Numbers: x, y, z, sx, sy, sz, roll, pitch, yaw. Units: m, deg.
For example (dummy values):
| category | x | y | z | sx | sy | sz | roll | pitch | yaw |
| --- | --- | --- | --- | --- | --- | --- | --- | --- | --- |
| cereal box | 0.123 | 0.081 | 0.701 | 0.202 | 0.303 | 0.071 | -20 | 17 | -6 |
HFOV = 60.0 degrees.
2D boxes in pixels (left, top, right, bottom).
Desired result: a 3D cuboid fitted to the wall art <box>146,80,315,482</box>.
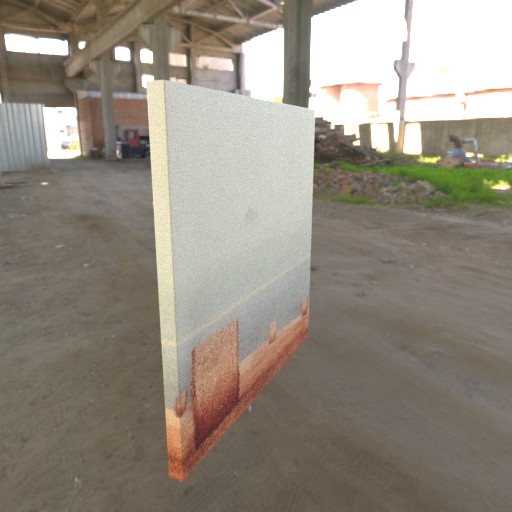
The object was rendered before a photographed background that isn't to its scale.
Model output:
| category | x | y | z | sx | sy | sz | roll | pitch | yaw |
| --- | --- | --- | --- | --- | --- | --- | --- | --- | --- |
| wall art | 0.000 | 0.000 | 0.607 | 0.023 | 0.405 | 0.405 | 7 | 16 | 25 |
